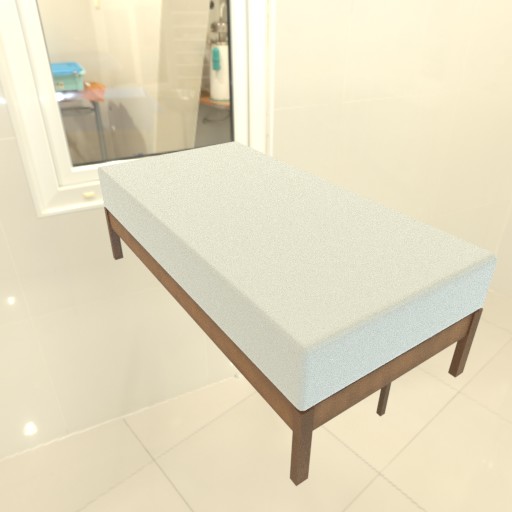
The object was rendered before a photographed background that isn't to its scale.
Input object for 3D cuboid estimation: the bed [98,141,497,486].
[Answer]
[{"bbox_3d":[0.000,0.000,2.283,0.961,0.616,1.902,-19,35,-29],"label":"bed"}]
